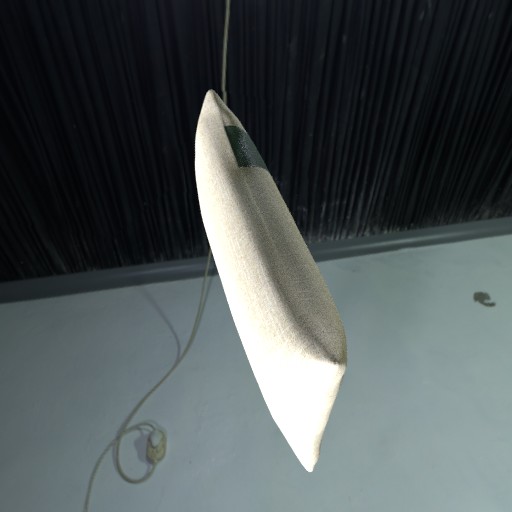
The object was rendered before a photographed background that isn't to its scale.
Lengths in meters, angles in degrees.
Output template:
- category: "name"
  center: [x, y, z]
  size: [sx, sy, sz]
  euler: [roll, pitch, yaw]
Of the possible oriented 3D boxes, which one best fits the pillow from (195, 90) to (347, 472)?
- category: "pillow"
  center: [0.000, 0.000, 1.043]
  size: [0.197, 0.429, 0.859]
  euler: [-11, 47, -11]
